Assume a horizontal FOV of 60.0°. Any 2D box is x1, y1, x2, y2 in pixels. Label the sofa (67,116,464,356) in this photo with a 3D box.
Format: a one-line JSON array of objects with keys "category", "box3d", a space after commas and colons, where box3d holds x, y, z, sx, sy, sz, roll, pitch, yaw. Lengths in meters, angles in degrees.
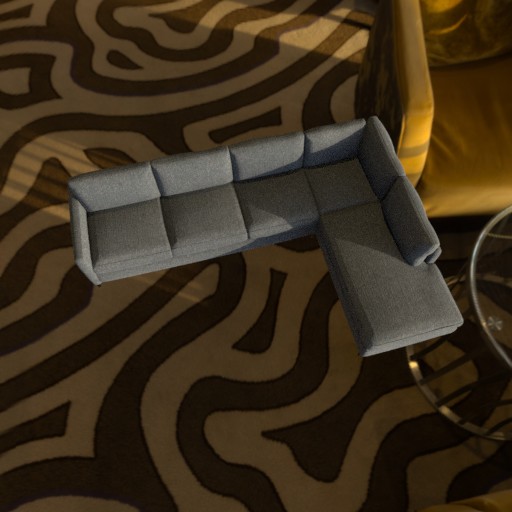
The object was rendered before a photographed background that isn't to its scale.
[{"category": "sofa", "box3d": [0.000, 0.000, 3.782, 2.949, 0.815, 2.007, -13, 65, -6]}]
